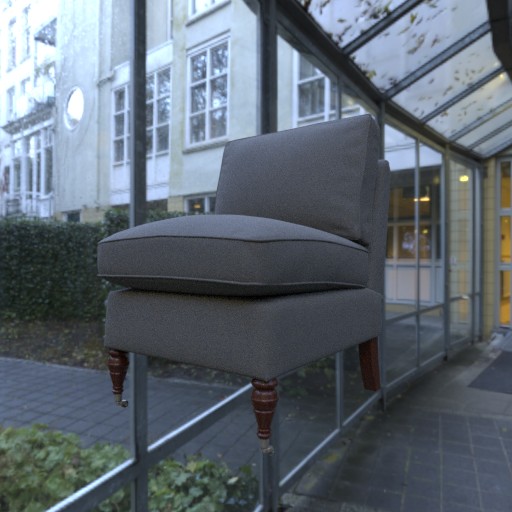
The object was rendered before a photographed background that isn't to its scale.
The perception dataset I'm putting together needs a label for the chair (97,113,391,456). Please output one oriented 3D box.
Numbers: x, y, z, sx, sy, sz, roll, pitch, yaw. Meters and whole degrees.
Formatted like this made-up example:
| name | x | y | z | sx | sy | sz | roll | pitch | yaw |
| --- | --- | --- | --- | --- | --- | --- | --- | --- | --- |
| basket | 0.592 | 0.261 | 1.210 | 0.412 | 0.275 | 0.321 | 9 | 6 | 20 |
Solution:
| name | x | y | z | sx | sy | sz | roll | pitch | yaw |
| --- | --- | --- | --- | --- | --- | --- | --- | --- | --- |
| chair | 0.000 | 0.000 | 1.631 | 0.724 | 1.045 | 0.924 | 0 | 0 | 36 |
